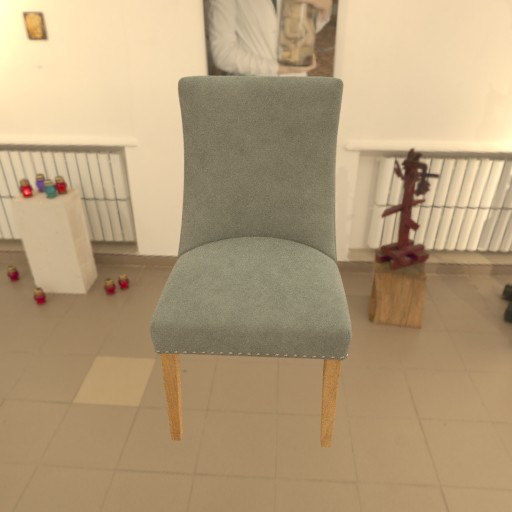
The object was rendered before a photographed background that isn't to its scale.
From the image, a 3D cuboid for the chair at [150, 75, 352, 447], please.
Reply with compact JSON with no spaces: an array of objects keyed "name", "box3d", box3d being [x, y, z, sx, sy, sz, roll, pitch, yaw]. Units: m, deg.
[{"name":"chair","box3d":[0.000,0.000,1.280,0.495,0.902,0.610,2,30,3]}]
